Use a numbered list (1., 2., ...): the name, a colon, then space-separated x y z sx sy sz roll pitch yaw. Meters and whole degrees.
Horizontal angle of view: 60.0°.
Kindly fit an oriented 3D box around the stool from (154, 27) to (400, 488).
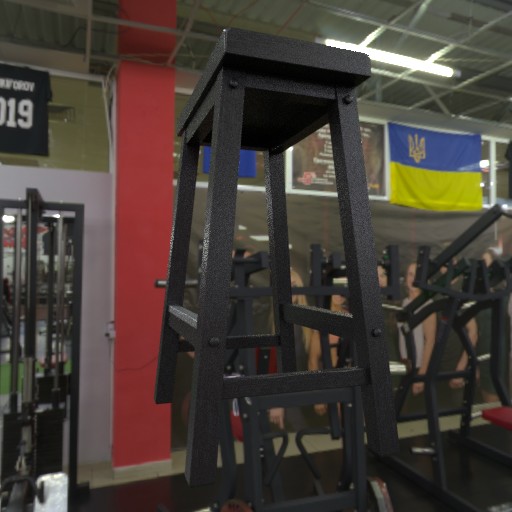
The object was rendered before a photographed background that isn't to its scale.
1. stool: 0.000 0.000 0.818 0.322 0.610 0.406 1 -2 -19
